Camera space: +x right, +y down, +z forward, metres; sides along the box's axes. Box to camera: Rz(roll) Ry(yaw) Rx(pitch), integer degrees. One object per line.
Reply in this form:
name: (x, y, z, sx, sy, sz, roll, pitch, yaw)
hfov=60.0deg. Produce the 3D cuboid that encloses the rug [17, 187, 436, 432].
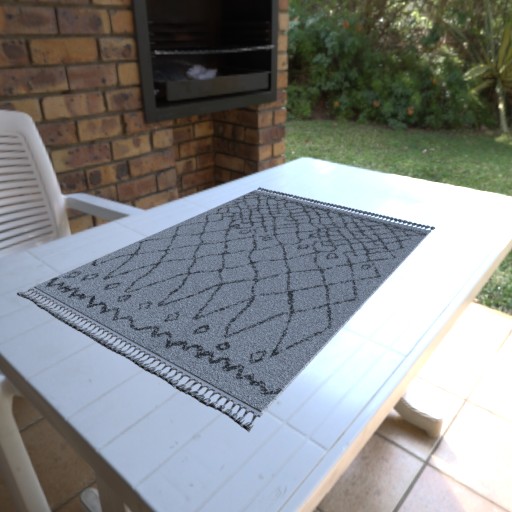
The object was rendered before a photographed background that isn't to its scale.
rug: (0.000, 0.000, 2.868, 1.613, 0.017, 2.312, 18, 32, 32)
